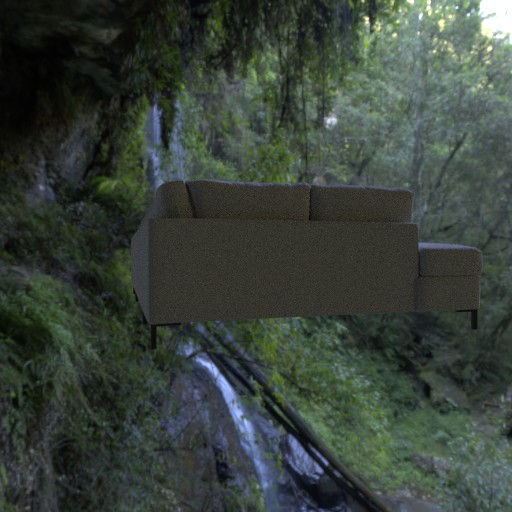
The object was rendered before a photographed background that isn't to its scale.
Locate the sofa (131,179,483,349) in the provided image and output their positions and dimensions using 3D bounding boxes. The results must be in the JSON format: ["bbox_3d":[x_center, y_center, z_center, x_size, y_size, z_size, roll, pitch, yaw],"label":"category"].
[{"bbox_3d":[0.000,0.000,3.782,1.989,0.862,2.984,0,1,-17],"label":"sofa"}]
